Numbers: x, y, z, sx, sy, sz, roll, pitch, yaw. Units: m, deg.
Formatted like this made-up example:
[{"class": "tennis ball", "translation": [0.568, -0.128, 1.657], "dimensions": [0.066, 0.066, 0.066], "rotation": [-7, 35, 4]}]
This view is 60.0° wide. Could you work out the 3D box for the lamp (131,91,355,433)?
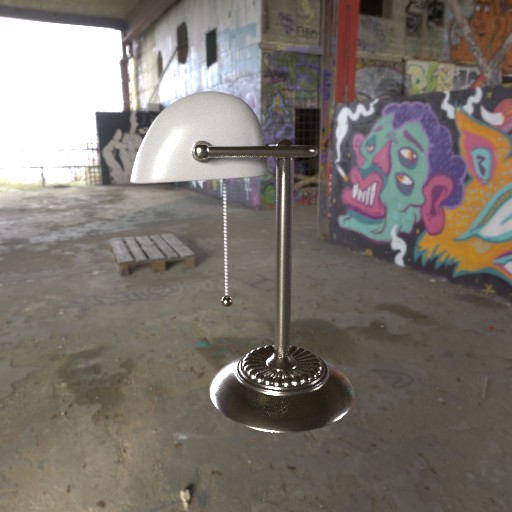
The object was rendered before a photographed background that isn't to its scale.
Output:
[{"class": "lamp", "translation": [0.000, 0.000, 0.505], "dimensions": [0.243, 0.339, 0.264], "rotation": [-2, 15, -6]}]
